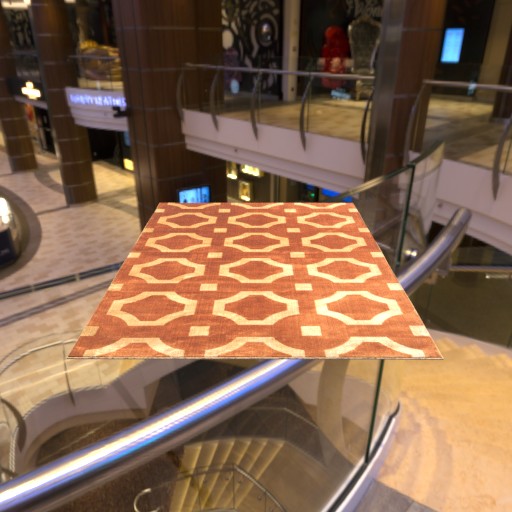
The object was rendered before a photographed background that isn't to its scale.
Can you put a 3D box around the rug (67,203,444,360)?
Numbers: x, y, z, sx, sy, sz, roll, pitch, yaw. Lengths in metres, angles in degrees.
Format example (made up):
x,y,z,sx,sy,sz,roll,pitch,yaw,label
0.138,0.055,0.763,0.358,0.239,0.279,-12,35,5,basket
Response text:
x,y,z,sx,sy,sz,roll,pitch,yaw,label
0.000,0.000,4.259,2.466,0.021,3.049,0,26,0,rug
